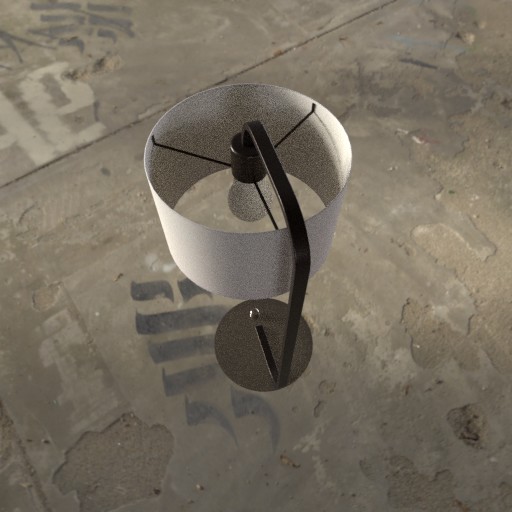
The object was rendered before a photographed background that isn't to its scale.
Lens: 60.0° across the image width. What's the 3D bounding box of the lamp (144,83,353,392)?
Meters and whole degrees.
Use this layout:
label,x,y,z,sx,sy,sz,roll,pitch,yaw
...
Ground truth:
label,x,y,z,sx,sy,sz,roll,pitch,yaw
lamp,0.000,0.000,0.628,0.230,0.473,0.288,-14,59,-9
